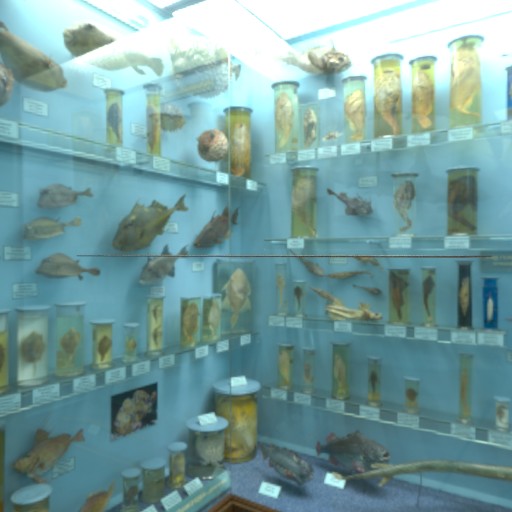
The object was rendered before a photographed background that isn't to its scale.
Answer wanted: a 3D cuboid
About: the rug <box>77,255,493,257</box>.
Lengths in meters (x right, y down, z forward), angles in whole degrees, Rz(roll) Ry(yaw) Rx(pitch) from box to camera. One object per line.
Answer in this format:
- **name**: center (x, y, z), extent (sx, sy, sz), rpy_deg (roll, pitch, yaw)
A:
- **rug**: center (0.000, 0.000, 2.666), extent (2.437, 0.006, 0.792), rpy_deg (0, 0, 35)
